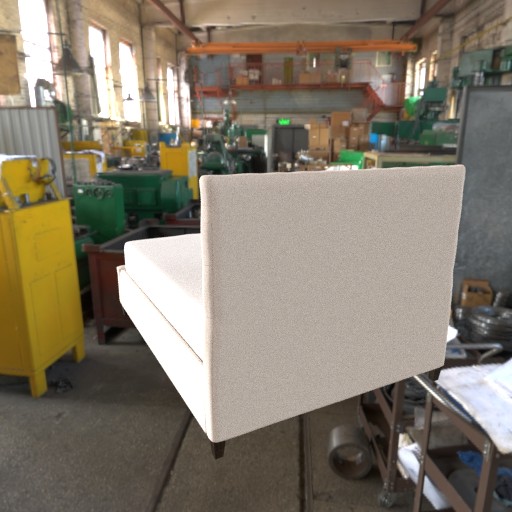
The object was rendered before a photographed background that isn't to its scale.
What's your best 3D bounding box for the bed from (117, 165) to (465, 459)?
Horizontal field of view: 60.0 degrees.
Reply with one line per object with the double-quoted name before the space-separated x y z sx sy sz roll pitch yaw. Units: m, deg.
"bed" 0.000 0.000 3.370 1.696 1.426 2.233 -8 17 -27
